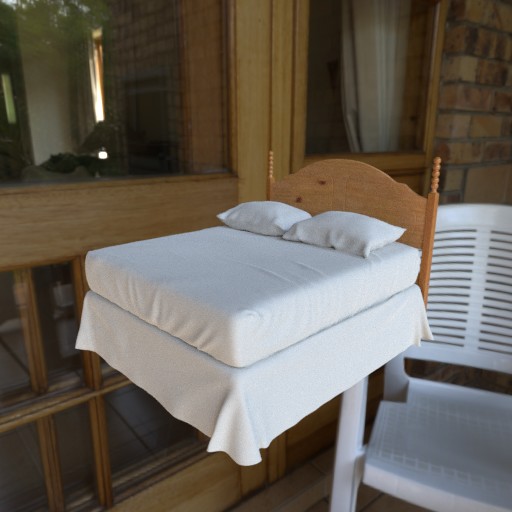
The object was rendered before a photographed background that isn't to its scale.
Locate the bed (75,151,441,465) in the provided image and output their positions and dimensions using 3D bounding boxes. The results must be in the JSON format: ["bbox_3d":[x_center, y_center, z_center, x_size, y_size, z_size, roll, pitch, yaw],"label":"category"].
[{"bbox_3d":[0.000,0.000,3.131,2.040,1.356,1.873,-15,21,-42],"label":"bed"}]
